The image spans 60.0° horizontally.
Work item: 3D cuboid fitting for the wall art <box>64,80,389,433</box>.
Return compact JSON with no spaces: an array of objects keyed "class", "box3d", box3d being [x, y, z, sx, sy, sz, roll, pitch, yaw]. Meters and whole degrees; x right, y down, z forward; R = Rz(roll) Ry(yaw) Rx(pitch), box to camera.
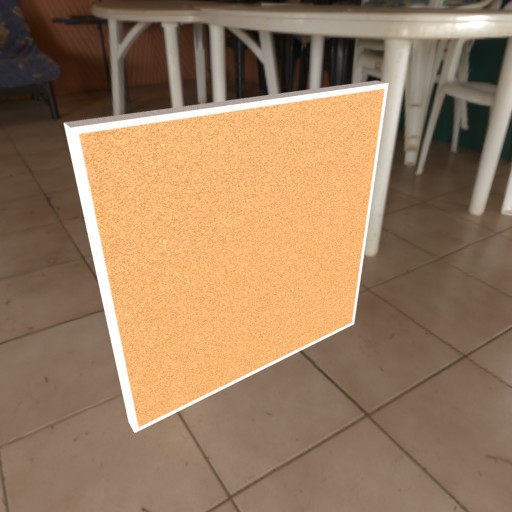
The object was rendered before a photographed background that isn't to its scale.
[{"class":"wall art","box3d":[0.000,0.000,1.124,0.768,0.765,0.041,-19,35,-29]}]
